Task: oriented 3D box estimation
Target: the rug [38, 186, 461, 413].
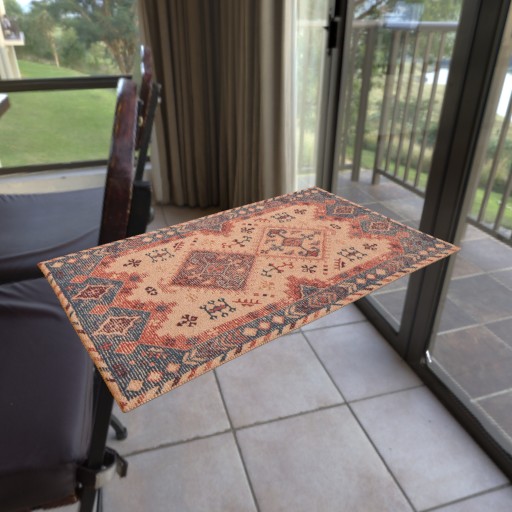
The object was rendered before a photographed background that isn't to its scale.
[{"bbox_3d":[0.000,0.000,3.012,2.464,0.023,1.521,-20,35,-31],"label":"rug"}]
